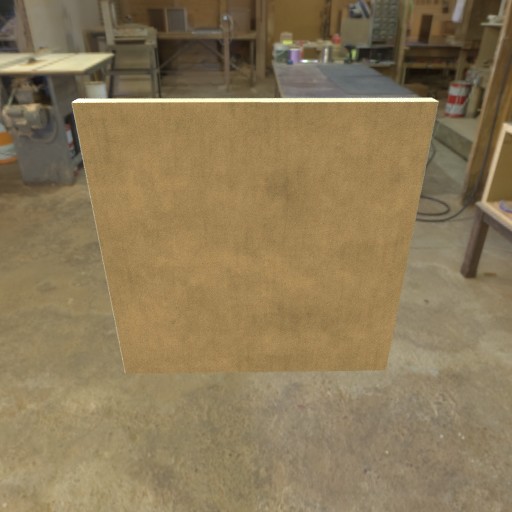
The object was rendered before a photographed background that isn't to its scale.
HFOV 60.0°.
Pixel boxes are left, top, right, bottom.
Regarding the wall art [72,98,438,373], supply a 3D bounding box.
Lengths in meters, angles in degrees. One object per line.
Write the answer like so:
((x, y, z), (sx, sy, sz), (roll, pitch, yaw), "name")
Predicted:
((0.000, 0.000, 0.672), (0.455, 0.453, 0.023), (0, 30, -1), "wall art")
